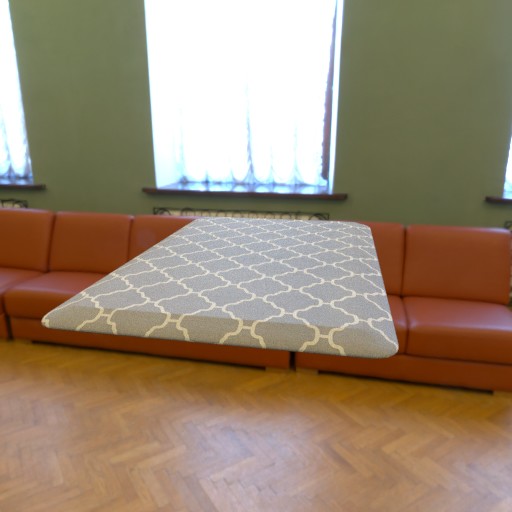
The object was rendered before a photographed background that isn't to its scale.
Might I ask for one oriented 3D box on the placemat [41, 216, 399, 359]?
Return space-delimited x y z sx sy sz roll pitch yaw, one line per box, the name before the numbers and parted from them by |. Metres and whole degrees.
placemat | 0.000 0.000 0.940 0.508 0.021 0.762 3 17 10
